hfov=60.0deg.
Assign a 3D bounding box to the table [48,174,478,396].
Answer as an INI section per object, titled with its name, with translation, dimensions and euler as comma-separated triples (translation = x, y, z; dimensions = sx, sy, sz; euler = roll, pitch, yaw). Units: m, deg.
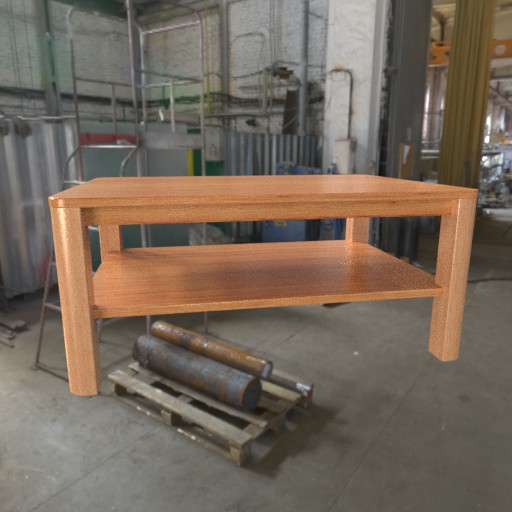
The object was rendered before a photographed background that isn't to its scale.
[table]
translation = 0.000, 0.000, 1.360
dimensions = 0.997, 0.445, 0.696
euler = -3, 14, -10
